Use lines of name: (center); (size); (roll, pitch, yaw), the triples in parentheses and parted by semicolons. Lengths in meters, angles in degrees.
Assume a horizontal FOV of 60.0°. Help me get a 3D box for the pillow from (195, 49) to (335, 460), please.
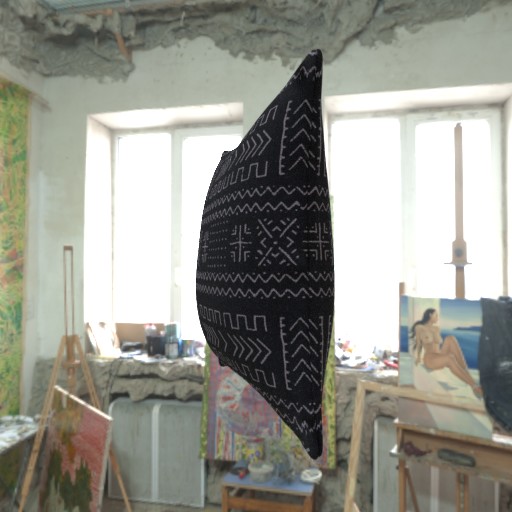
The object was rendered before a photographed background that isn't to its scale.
pillow: (0.000, 0.000, 0.666); (0.164, 0.430, 0.438); (0, -1, -17)
